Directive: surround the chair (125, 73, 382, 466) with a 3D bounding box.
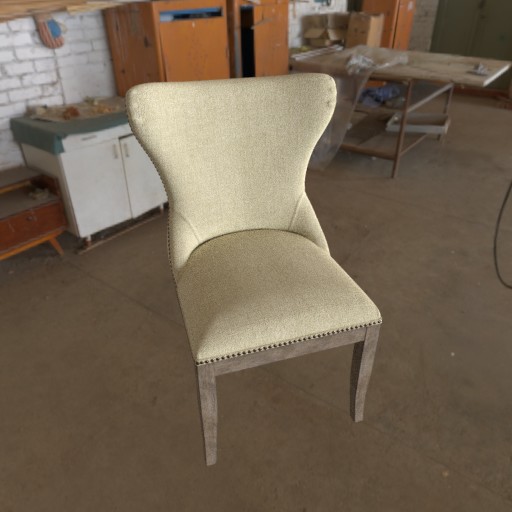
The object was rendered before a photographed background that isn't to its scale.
[{"bbox_3d":[0.000,0.000,1.418,0.654,1.002,0.681,-10,33,-15],"label":"chair"}]
